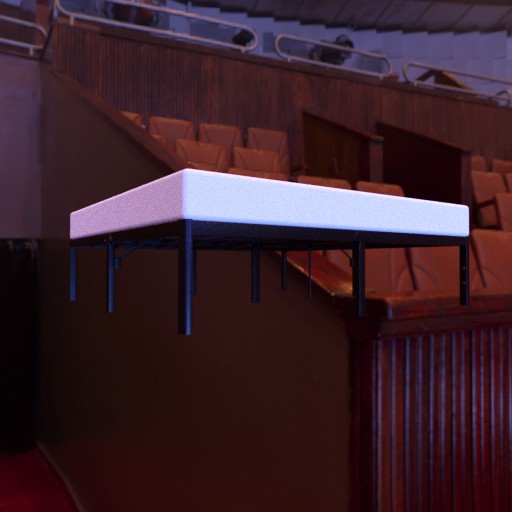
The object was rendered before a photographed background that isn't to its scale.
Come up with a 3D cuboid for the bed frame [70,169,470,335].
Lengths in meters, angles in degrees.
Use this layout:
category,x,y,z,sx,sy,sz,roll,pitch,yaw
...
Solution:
category,x,y,z,sx,sy,sz,roll,pitch,yaw
bed frame,0.000,0.000,3.118,2.079,0.659,1.963,1,-1,-35
